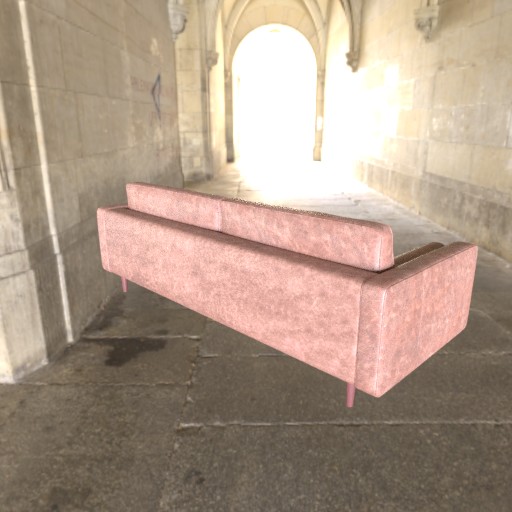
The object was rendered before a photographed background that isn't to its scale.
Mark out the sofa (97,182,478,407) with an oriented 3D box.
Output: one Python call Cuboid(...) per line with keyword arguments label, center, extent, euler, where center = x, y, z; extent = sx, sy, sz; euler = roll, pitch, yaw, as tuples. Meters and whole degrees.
Cuboid(label="sofa", center=(0.000, 0.000, 2.641), extent=(0.914, 0.762, 2.210), euler=(-16, 23, -43))
